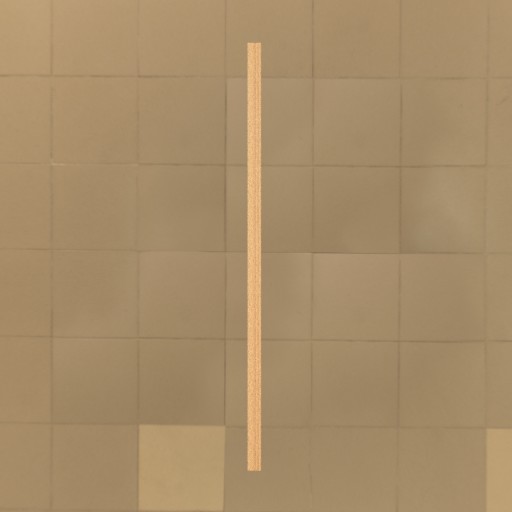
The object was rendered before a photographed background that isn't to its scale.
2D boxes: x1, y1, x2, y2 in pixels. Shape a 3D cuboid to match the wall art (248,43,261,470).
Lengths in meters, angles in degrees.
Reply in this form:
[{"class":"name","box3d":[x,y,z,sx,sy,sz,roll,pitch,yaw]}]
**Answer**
[{"class":"wall art","box3d":[0.000,0.000,0.674,0.013,0.508,0.406,0,90,0]}]
